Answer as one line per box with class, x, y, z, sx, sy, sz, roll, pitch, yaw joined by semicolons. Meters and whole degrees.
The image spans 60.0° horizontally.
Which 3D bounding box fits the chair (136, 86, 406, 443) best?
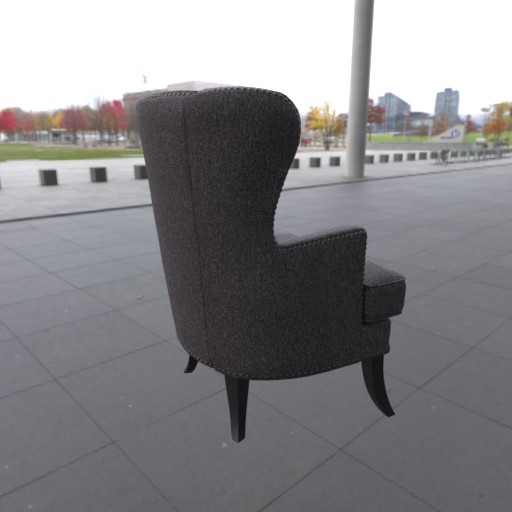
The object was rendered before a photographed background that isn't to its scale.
chair;0.000;0.000;1.577;0.758;1.060;0.759;-8;17;-27
